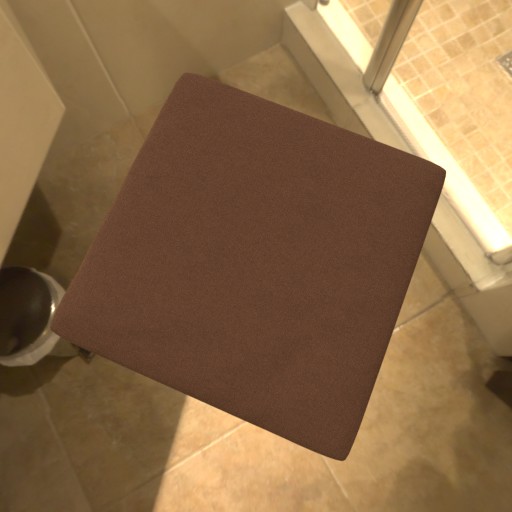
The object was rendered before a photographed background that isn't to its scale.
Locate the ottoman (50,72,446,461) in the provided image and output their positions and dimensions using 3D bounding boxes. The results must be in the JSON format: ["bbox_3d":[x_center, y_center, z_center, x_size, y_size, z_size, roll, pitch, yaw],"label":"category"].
[{"bbox_3d":[0.000,0.000,1.826,1.181,0.470,1.181,22,78,5],"label":"ottoman"}]
